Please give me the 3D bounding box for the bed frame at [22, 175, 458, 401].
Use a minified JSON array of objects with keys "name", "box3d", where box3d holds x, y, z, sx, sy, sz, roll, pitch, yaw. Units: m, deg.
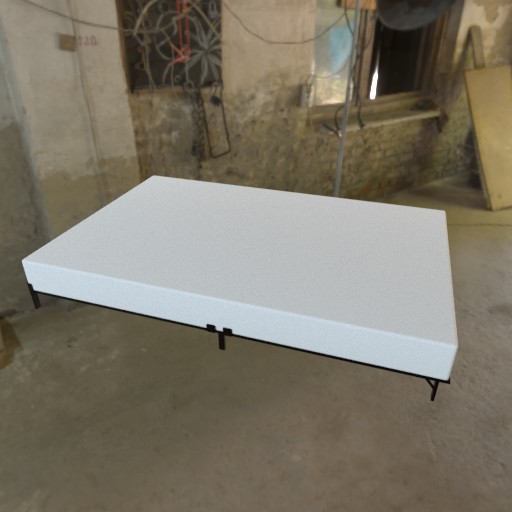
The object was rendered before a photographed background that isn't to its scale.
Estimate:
[{"name":"bed frame","box3d":[0.000,0.000,3.717,2.987,0.440,1.930,9,31,16]}]
